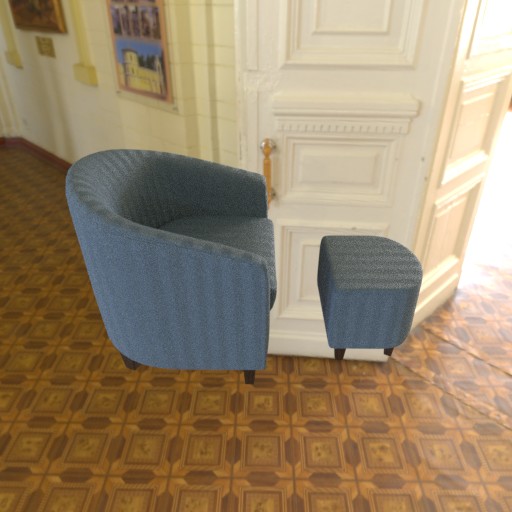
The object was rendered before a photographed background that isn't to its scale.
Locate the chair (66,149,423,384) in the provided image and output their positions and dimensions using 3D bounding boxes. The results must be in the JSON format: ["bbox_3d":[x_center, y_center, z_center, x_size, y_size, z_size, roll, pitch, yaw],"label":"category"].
[{"bbox_3d":[0.000,0.000,1.732,1.288,0.757,0.756,0,32,1],"label":"chair"}]
